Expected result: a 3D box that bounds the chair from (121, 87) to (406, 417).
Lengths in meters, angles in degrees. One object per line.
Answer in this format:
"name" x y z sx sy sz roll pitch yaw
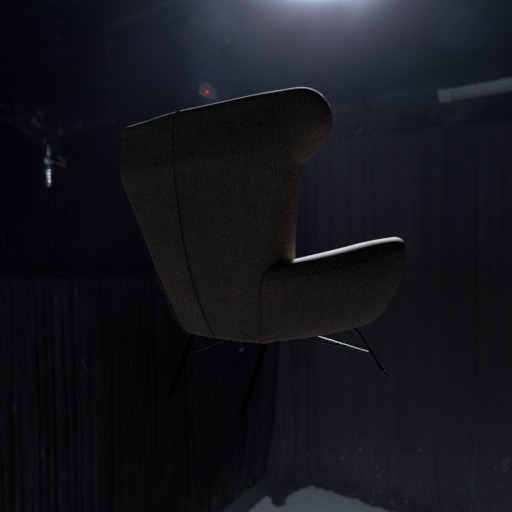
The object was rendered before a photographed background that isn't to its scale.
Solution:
"chair" 0.000 0.000 1.790 0.980 1.040 0.900 0 1 35
